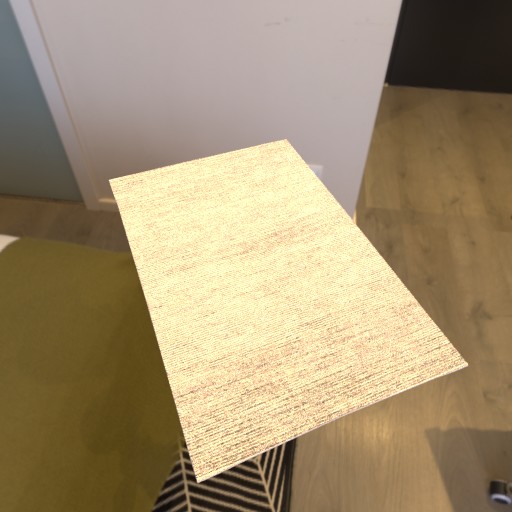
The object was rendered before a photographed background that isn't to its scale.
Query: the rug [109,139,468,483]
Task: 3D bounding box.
[{"bbox_3d":[0.000,0.000,2.194,1.149,0.021,1.773,-17,50,-15],"label":"rug"}]
